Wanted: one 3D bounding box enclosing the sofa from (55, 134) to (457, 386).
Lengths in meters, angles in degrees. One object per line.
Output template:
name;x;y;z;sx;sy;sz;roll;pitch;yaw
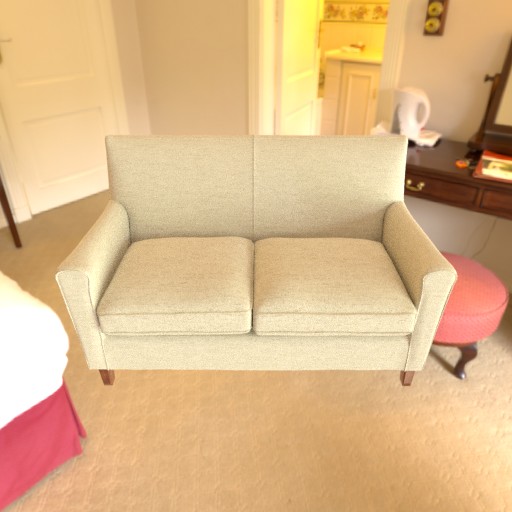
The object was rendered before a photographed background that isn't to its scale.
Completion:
sofa;0.000;0.000;2.035;1.482;0.892;0.891;0;30;0
